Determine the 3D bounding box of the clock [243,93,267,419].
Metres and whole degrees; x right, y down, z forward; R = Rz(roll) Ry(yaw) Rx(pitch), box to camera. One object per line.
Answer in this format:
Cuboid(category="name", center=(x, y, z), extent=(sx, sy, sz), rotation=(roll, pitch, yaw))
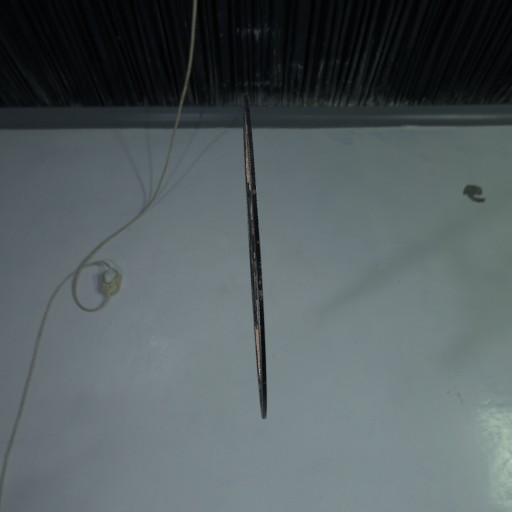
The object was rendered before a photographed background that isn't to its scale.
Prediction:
Cuboid(category="clock", center=(0.000, 0.000, 1.221), extent=(0.025, 0.843, 0.843), rotation=(-3, 64, -2))
